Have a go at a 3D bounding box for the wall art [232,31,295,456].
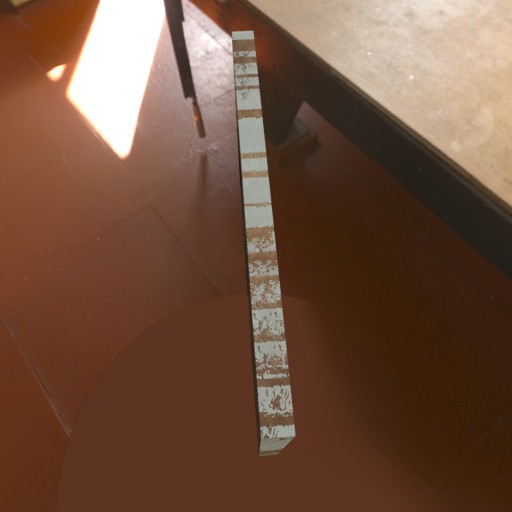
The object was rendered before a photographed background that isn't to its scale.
[{"bbox_3d":[0.000,0.000,0.760,0.035,0.405,0.609,-4,64,-2],"label":"wall art"}]
